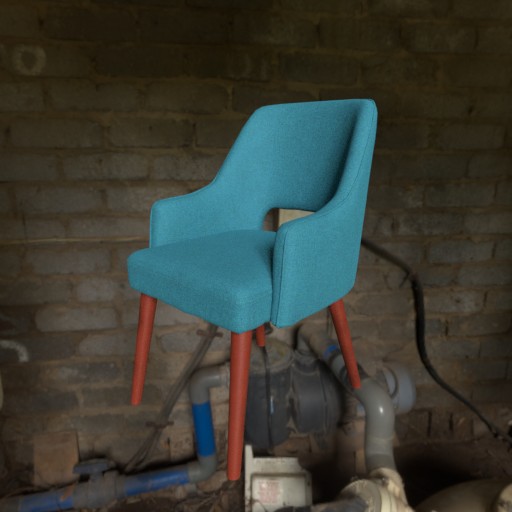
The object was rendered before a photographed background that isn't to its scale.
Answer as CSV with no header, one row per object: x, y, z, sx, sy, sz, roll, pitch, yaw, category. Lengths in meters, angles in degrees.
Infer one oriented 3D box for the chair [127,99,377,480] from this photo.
0.000,0.000,1.238,0.548,0.849,0.605,14,21,42,chair
